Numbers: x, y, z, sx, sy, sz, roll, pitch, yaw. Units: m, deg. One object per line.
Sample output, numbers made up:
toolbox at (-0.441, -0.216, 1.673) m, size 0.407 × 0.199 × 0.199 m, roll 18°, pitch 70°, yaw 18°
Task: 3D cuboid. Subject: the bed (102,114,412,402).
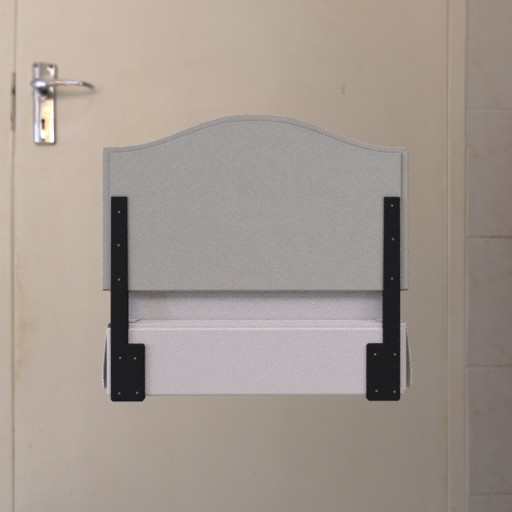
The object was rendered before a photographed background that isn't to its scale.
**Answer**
bed at (0.000, 0.000, 3.544) m, size 1.813 × 1.607 × 2.180 m, roll 0°, pitch 0°, yaw 0°
